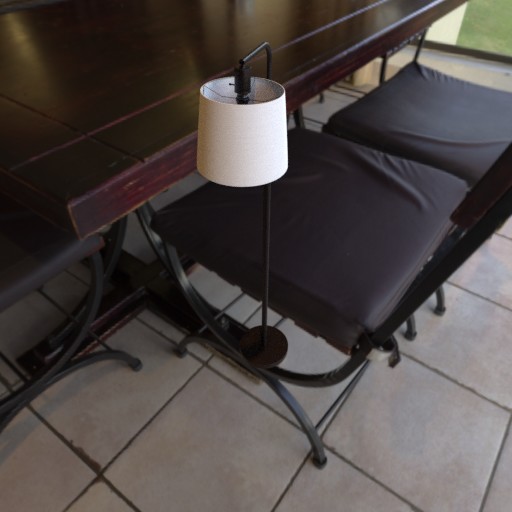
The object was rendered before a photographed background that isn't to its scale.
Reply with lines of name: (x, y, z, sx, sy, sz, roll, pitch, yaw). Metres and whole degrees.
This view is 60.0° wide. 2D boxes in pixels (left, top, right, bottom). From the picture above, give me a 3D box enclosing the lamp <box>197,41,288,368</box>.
lamp: (0.000, 0.000, 1.643, 0.254, 1.478, 0.508, 12, 44, 13)
